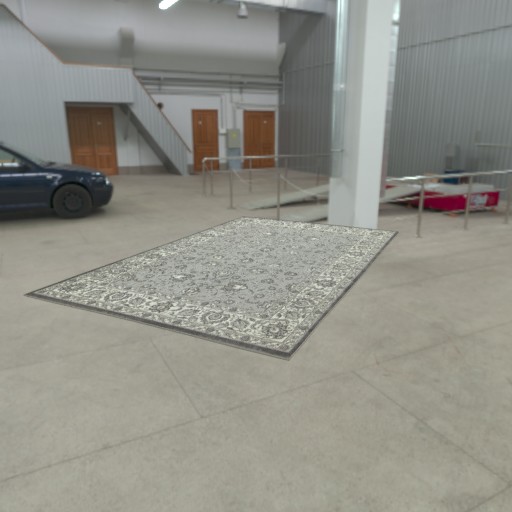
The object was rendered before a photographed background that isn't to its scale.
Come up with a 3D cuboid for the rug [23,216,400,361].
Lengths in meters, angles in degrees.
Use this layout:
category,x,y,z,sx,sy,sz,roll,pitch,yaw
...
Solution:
category,x,y,z,sx,sy,sz,roll,pitch,yaw
rug,0.000,0.000,3.049,1.524,0.011,2.438,8,18,26
